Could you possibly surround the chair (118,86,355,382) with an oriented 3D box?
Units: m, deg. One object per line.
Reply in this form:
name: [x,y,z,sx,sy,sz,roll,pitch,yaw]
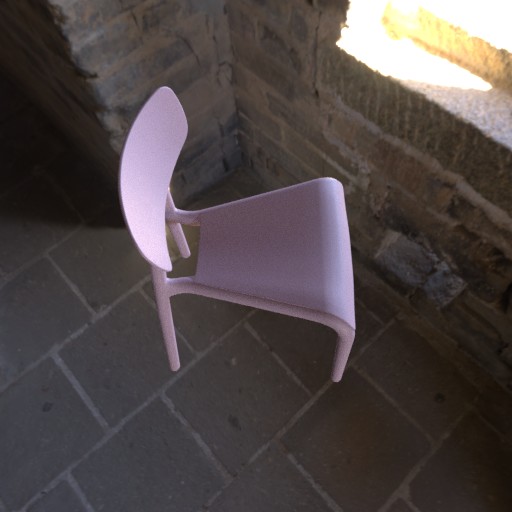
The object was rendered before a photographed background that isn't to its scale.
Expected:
chair: [0.000,0.000,0.850,0.401,0.580,0.356,1,63,0]
